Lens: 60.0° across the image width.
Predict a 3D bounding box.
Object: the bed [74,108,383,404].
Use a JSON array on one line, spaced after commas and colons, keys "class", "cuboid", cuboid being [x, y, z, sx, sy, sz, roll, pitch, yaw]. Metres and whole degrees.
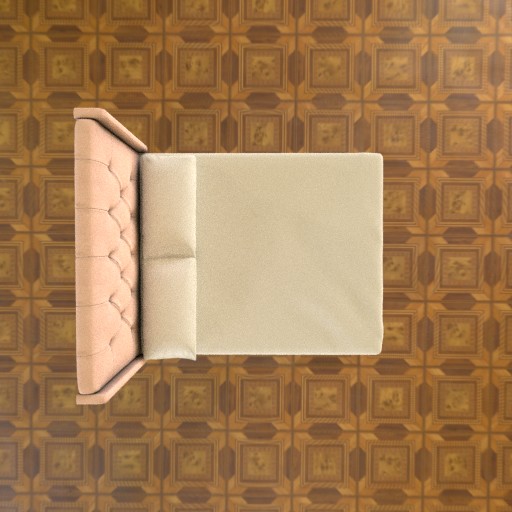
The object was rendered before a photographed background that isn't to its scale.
[{"class": "bed", "cuboid": [0.000, 0.000, 3.330, 2.066, 1.665, 1.719, 0, 91, 1]}]
